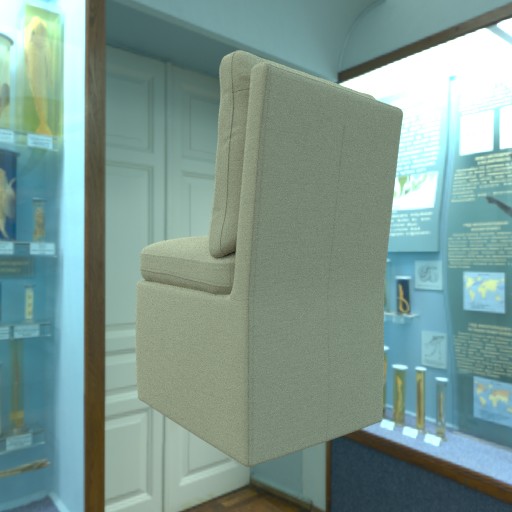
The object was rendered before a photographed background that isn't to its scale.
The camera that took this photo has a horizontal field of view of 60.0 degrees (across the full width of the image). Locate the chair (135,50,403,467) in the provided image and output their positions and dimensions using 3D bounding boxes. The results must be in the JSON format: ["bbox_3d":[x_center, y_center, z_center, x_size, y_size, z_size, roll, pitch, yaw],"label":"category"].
[{"bbox_3d":[0.000,0.000,1.312,0.503,0.927,0.698,0,-1,-37],"label":"chair"}]
